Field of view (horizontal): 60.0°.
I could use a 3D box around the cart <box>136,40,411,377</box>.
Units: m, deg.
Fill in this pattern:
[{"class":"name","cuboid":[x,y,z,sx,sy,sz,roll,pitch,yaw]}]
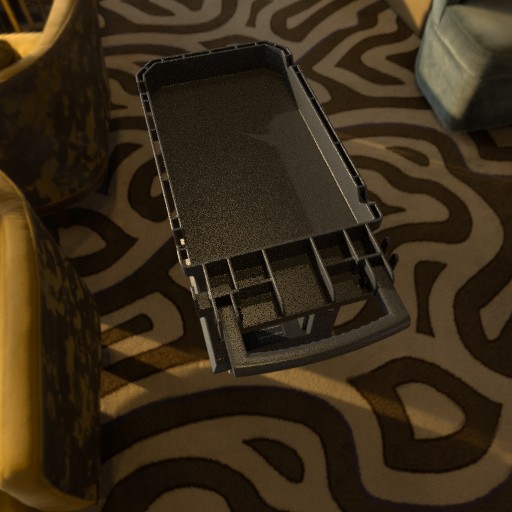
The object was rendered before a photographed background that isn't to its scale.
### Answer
[{"class":"cart","cuboid":[0.000,0.000,1.529,0.497,0.884,1.061,-14,59,-9]}]
